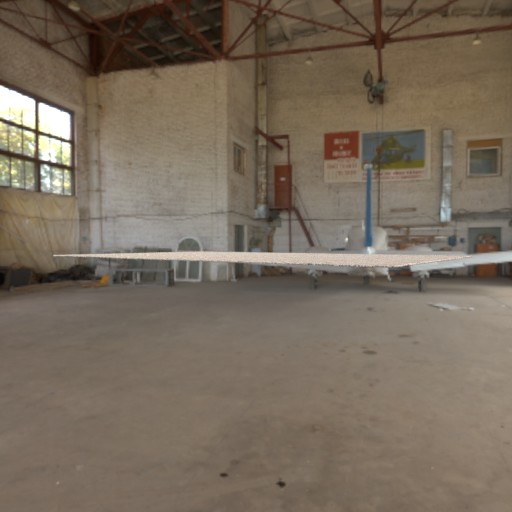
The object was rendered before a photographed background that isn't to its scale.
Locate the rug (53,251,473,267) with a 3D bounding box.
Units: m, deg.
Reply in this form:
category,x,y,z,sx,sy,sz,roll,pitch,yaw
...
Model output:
category,x,y,z,sx,sy,sz,roll,pitch,yaw
rug,0.000,0.000,3.029,2.442,0.010,1.546,1,2,36
